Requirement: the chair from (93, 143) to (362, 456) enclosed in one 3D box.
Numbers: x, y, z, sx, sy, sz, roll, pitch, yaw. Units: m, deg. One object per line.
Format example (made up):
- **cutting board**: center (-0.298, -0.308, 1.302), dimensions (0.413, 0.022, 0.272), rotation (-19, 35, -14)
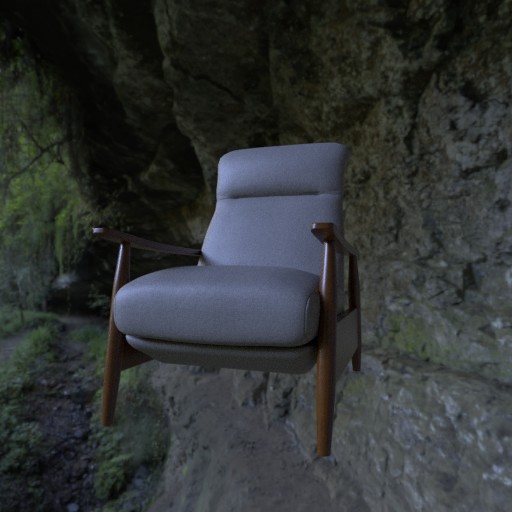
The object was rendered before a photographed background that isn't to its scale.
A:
- **chair**: center (0.000, 0.000, 1.770), dimensions (0.762, 1.082, 1.032), rotation (0, 0, 18)
